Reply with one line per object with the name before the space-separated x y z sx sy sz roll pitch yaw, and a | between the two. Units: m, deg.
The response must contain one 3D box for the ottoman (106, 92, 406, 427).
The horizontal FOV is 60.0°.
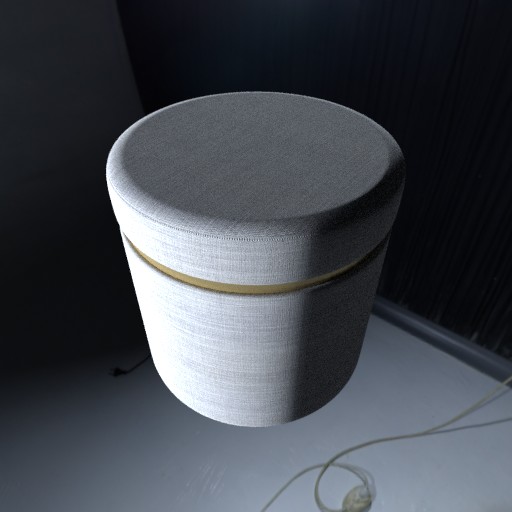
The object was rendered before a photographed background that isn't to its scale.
ottoman | 0.000 0.000 0.729 0.400 0.406 0.400 0 41 0
